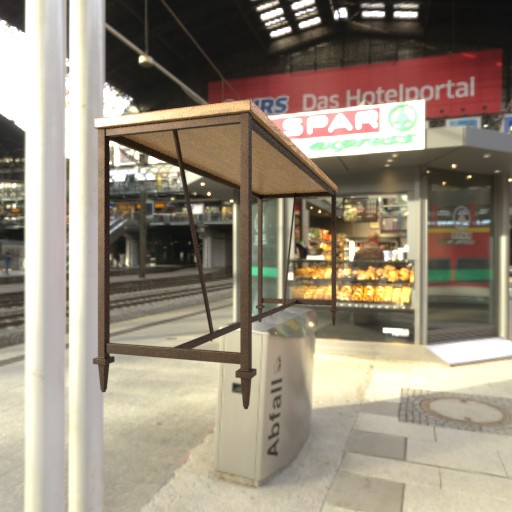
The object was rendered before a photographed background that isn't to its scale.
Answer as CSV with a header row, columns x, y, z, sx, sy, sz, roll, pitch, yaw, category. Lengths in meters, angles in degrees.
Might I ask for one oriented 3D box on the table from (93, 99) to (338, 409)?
x,y,z,sx,sy,sz,roll,pitch,yaw,category
0.000,0.000,2.168,0.551,0.902,1.700,0,0,19,table
